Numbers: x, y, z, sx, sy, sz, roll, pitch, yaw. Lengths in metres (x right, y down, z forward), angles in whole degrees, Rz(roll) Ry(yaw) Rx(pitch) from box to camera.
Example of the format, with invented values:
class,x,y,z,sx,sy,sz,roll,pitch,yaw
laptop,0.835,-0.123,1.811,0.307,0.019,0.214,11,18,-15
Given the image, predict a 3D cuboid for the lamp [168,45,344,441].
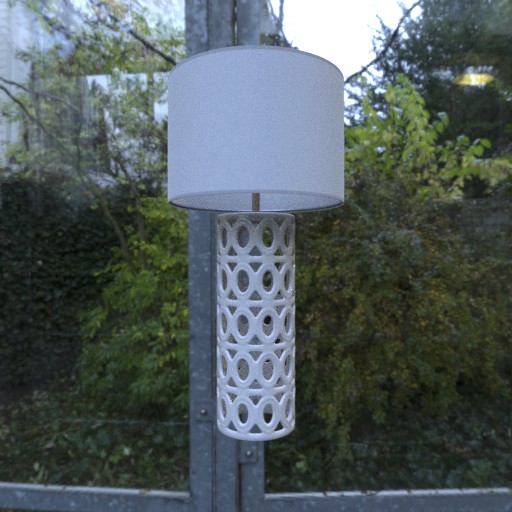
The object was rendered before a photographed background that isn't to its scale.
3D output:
class,x,y,z,sx,sy,sz,roll,pitch,yaw
lamp,0.000,0.000,0.831,0.324,0.636,0.325,0,0,18
